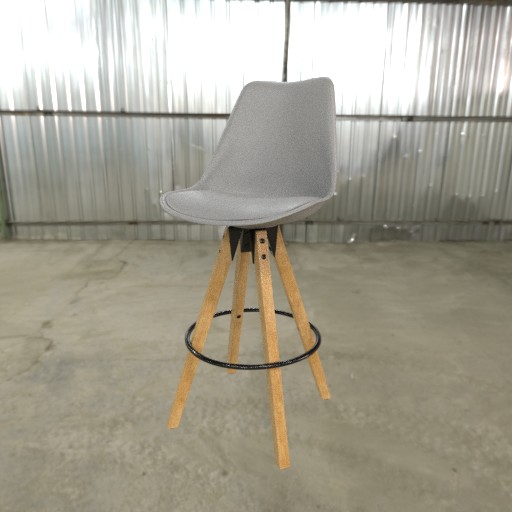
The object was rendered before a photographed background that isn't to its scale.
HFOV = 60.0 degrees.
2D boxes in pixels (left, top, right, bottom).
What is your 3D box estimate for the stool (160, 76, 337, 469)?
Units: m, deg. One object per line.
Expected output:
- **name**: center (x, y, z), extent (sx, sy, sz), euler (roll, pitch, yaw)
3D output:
- **stool**: center (0.000, 0.000, 1.420), extent (0.485, 1.115, 0.550), euler (8, 17, 26)
